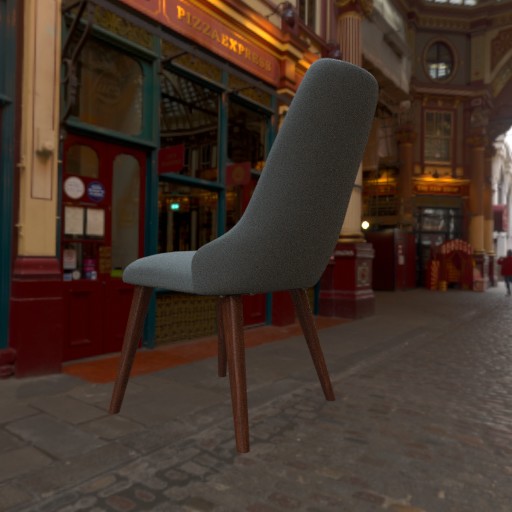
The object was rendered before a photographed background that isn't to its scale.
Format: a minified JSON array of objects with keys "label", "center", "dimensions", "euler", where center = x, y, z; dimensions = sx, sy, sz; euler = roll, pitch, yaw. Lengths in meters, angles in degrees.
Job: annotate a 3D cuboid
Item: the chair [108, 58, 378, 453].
[{"label":"chair","center":[0.000,0.000,1.309],"dimensions":[0.707,0.918,0.535],"euler":[0,0,36]}]
